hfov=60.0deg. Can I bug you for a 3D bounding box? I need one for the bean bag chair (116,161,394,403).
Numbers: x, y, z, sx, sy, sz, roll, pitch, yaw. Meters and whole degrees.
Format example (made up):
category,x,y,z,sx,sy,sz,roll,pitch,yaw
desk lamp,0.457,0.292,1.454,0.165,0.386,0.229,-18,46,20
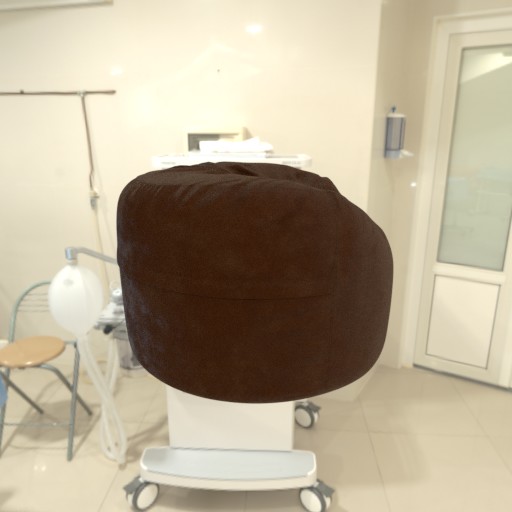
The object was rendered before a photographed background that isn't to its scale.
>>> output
category,x,y,z,sx,sy,sz,roll,pitch,yaw
bean bag chair,0.000,0.000,1.529,0.918,0.616,0.918,0,16,0
